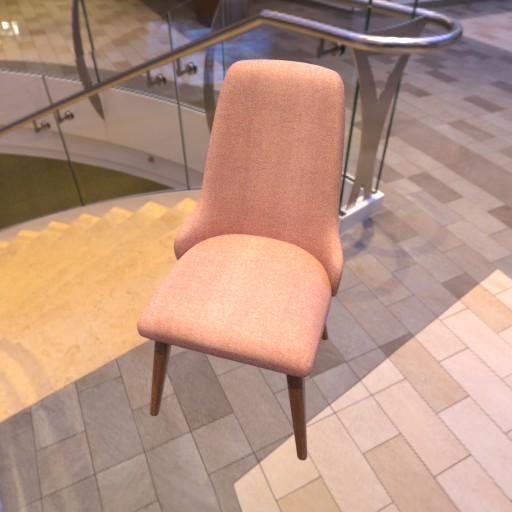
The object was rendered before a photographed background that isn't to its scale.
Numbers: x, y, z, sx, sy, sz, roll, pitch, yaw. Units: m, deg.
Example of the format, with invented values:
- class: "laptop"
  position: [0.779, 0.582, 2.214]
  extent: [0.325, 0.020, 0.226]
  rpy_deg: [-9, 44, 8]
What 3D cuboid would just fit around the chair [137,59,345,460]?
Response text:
- class: "chair"
  position: [0.000, 0.000, 1.333]
  extent: [0.535, 0.918, 0.707]
  rpy_deg: [12, 43, 13]
